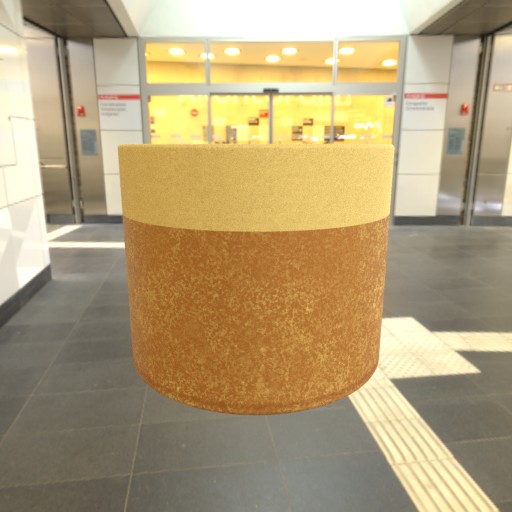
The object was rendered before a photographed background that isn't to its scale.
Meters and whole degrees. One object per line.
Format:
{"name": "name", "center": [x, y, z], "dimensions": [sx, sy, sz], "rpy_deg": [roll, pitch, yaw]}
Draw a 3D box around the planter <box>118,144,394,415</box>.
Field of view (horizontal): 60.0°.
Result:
{"name": "planter", "center": [0.000, 0.000, 0.281], "dimensions": [0.159, 0.138, 0.159], "rpy_deg": [0, 14, 0]}
